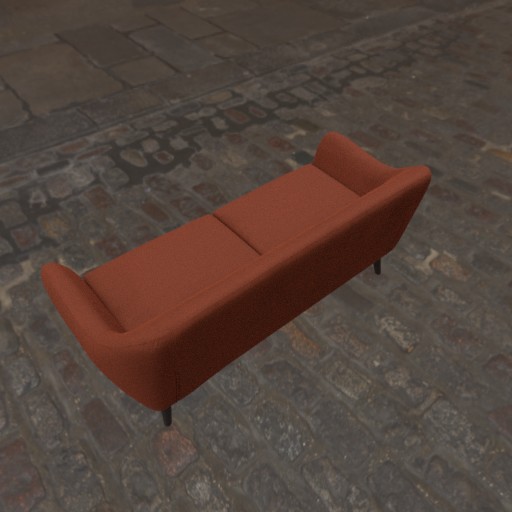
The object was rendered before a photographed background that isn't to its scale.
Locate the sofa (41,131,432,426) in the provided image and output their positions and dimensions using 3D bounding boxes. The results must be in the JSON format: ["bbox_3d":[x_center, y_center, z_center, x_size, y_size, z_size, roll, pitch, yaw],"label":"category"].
[{"bbox_3d":[0.000,0.000,2.247,1.840,0.836,0.820,-30,53,-26],"label":"sofa"}]
